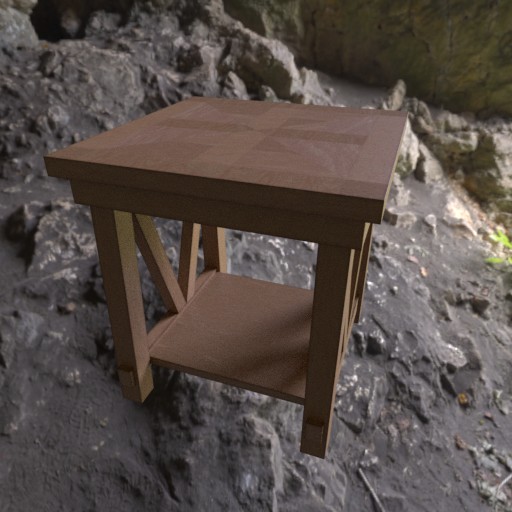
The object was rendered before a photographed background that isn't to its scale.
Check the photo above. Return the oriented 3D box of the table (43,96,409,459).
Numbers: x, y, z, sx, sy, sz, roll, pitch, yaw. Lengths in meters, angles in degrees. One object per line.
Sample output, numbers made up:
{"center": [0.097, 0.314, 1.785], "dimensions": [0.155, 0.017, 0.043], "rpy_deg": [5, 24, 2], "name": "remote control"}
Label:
{"center": [0.000, 0.000, 1.132], "dimensions": [0.610, 0.638, 0.612], "rpy_deg": [10, 32, 17], "name": "table"}
